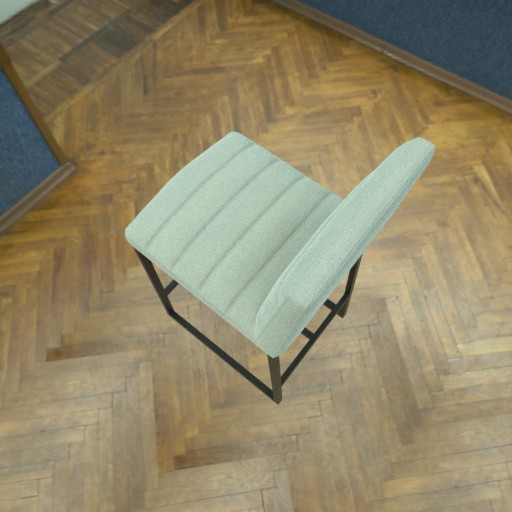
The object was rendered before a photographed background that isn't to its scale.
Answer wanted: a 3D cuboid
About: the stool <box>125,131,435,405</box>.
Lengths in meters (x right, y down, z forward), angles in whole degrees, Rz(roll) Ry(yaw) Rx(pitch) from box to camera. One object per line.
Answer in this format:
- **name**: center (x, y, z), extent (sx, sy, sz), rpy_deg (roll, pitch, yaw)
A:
- **stool**: center (0.000, 0.000, 1.283), extent (0.567, 0.971, 0.459), rpy_deg (35, 68, 17)
